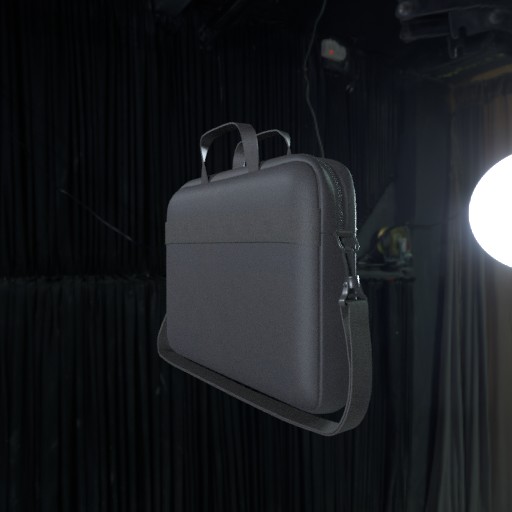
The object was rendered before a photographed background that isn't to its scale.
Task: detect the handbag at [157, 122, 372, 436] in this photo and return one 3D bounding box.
[{"bbox_3d":[0.000,0.000,0.590,0.126,0.330,0.429,-1,1,-35],"label":"handbag"}]
